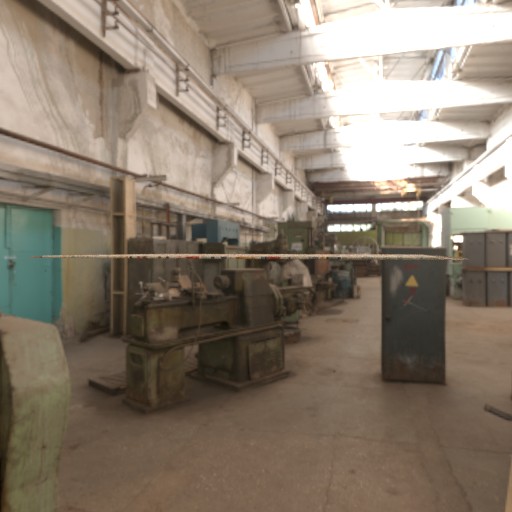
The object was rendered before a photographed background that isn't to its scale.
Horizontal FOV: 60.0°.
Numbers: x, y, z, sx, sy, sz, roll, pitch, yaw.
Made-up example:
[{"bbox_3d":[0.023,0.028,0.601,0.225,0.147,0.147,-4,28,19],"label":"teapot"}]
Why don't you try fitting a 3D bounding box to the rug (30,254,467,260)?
[{"bbox_3d":[0.000,0.000,2.486,1.997,0.010,1.218,0,1,17],"label":"rug"}]
